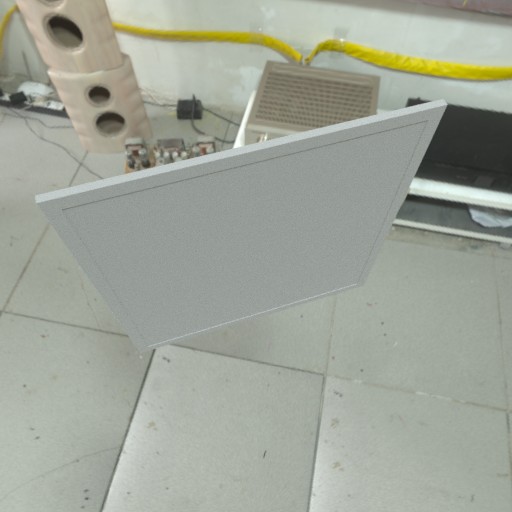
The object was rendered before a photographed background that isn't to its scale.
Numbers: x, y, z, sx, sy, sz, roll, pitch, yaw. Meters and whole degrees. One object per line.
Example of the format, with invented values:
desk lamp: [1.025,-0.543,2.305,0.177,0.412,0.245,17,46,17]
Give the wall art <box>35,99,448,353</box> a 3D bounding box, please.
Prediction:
wall art: [0.000,0.000,0.967,0.660,0.660,0.015,-16,61,-9]
